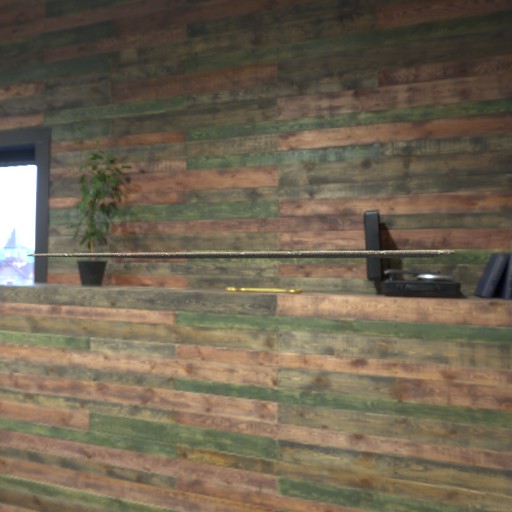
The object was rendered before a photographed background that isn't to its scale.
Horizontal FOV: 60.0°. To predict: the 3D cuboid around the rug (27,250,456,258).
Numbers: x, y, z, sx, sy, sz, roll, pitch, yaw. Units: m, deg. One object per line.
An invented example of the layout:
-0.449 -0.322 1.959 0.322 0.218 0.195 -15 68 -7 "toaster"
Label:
0.000 0.000 2.342 1.836 0.012 1.239 0 -1 20 "rug"
